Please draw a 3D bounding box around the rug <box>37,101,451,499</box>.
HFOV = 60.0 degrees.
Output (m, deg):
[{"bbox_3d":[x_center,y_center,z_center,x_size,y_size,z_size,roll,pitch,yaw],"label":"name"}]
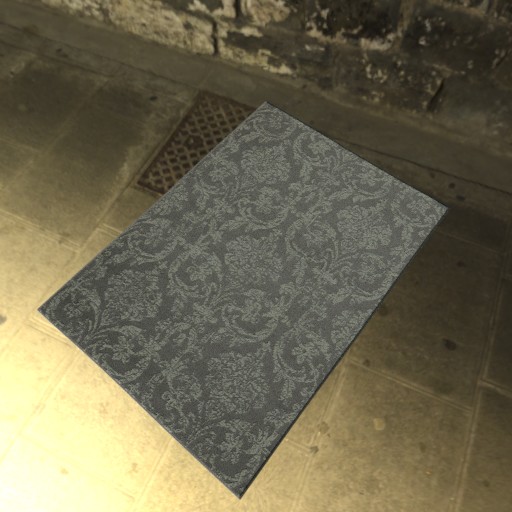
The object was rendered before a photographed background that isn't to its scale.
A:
[{"bbox_3d":[0.000,0.000,2.805,1.578,0.014,2.206,36,68,17],"label":"rug"}]
